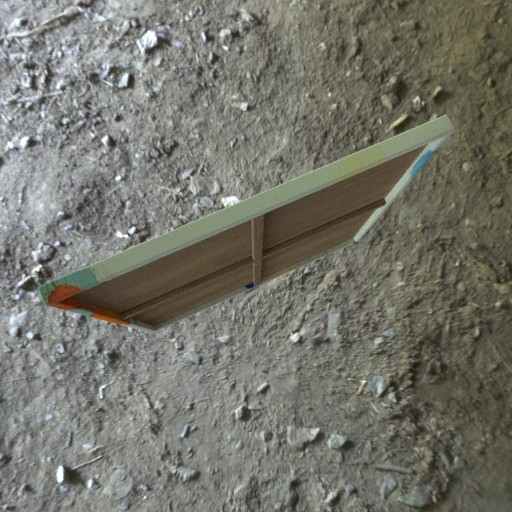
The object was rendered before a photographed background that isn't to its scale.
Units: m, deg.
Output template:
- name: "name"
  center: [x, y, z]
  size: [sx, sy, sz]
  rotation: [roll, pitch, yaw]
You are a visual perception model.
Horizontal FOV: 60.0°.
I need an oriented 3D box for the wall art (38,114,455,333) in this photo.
- name: "wall art"
  center: [0.000, 0.000, 1.496]
  size: [1.017, 1.017, 0.044]
  rotation: [-24, 78, -5]
